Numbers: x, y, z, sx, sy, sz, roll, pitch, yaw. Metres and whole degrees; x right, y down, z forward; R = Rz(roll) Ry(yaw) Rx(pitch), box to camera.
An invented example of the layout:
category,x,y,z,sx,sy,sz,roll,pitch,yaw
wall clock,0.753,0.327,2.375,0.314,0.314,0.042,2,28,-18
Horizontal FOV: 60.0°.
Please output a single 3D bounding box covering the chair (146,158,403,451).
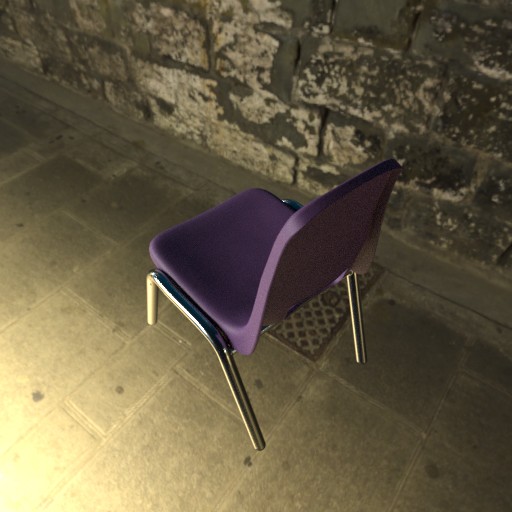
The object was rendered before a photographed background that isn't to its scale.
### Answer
category,x,y,z,sx,sy,sz,roll,pitch,yaw
chair,0.000,0.000,0.842,0.356,0.584,0.419,-31,54,-25
